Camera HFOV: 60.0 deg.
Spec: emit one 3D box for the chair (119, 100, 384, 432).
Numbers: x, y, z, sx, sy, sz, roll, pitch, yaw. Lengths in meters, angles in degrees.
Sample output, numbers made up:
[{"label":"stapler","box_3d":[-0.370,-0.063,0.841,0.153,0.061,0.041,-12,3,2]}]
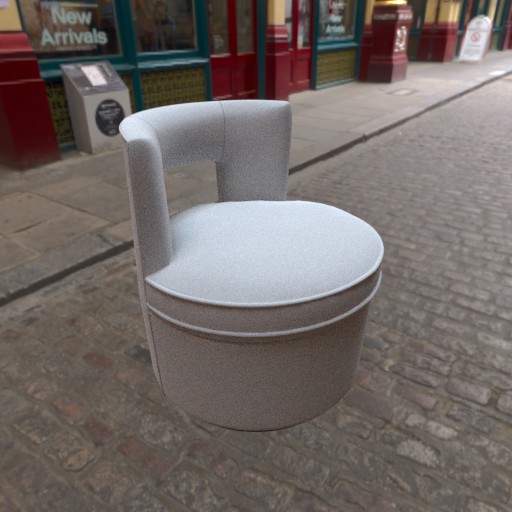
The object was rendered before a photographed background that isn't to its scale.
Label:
[{"label":"chair","box_3d":[0.000,0.000,1.197,0.665,0.723,0.650,18,32,31]}]
